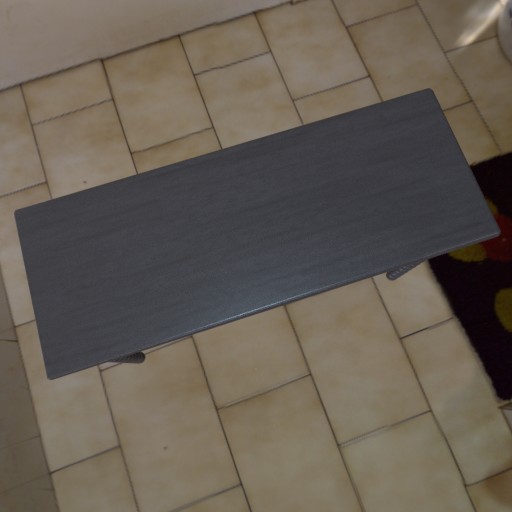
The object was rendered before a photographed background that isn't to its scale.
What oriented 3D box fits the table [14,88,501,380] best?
[{"bbox_3d":[0.000,0.000,1.497,1.184,0.735,0.459,-17,76,-4],"label":"table"}]
